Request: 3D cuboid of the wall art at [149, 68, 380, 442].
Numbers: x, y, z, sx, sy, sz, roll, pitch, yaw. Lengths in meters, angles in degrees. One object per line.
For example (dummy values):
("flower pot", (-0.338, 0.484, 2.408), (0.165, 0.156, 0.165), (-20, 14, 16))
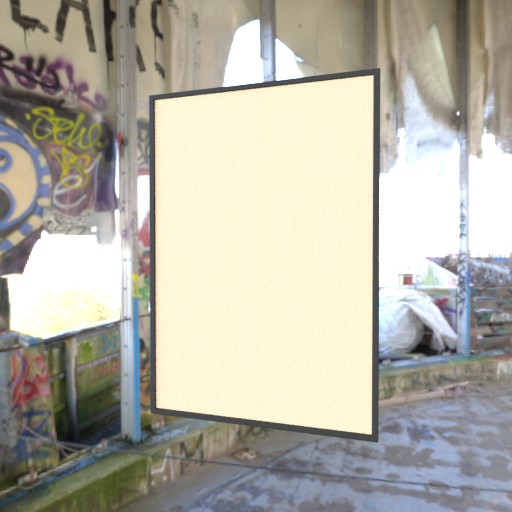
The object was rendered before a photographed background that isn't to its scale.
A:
("wall art", (0.000, 0.000, 0.857), (0.460, 0.660, 0.013), (0, 1, 18))
